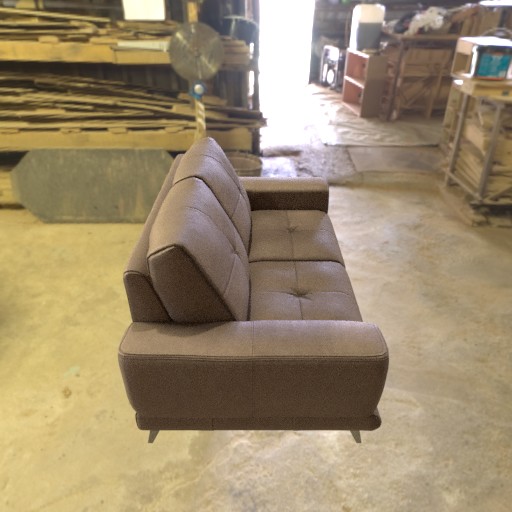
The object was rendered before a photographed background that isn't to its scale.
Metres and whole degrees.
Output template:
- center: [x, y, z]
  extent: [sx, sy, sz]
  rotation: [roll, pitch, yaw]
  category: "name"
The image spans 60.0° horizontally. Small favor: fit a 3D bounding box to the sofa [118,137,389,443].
- center: [0.000, 0.000, 2.384]
  extent: [1.018, 0.907, 1.806]
  rotation: [0, 32, 0]
  category: "sofa"
